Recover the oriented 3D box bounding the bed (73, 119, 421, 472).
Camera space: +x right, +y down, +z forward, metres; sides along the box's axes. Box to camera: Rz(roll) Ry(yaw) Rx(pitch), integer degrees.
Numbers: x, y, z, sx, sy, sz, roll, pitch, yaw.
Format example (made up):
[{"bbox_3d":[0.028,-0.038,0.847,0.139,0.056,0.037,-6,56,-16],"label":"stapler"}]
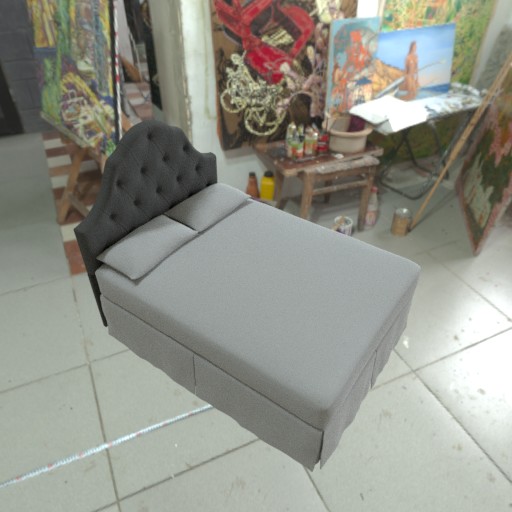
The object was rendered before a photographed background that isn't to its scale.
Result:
[{"bbox_3d":[0.000,0.000,3.335,2.155,1.575,1.636,24,45,27],"label":"bed"}]
